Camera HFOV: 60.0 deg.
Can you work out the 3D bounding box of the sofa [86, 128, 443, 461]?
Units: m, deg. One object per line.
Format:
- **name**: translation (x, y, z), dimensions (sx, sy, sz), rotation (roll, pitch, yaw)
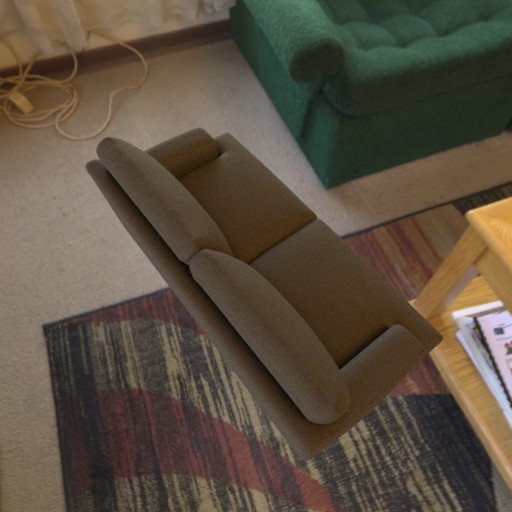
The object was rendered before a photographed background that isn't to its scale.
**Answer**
- **sofa**: translation (0.000, 0.000, 2.853), dimensions (1.140, 0.950, 2.271), rotation (-34, 64, -19)
